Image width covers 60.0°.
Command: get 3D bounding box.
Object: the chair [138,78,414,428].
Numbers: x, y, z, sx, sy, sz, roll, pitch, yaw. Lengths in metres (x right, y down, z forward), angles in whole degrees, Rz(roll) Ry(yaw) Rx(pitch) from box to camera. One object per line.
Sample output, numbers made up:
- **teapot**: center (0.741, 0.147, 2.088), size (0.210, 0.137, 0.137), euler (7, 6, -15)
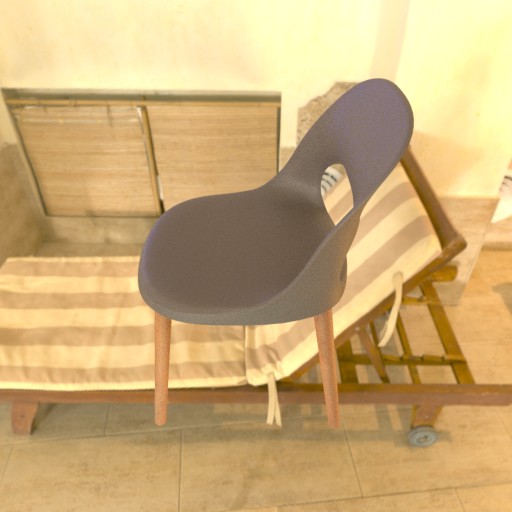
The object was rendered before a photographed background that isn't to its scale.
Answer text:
- **chair**: center (0.000, 0.000, 1.085), size (0.556, 0.795, 0.470), euler (0, 39, 0)
